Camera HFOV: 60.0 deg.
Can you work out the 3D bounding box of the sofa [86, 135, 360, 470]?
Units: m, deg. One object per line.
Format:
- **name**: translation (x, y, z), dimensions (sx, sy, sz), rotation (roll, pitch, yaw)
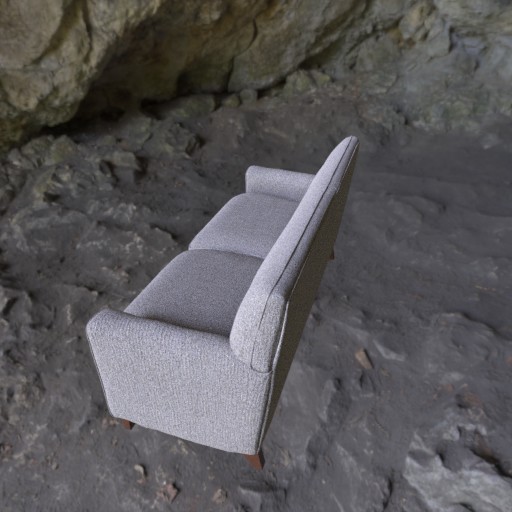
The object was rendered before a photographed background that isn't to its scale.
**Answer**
- **sofa**: translation (0.000, 0.000, 2.508), dimensions (0.854, 0.942, 2.026), rotation (9, 31, 15)
